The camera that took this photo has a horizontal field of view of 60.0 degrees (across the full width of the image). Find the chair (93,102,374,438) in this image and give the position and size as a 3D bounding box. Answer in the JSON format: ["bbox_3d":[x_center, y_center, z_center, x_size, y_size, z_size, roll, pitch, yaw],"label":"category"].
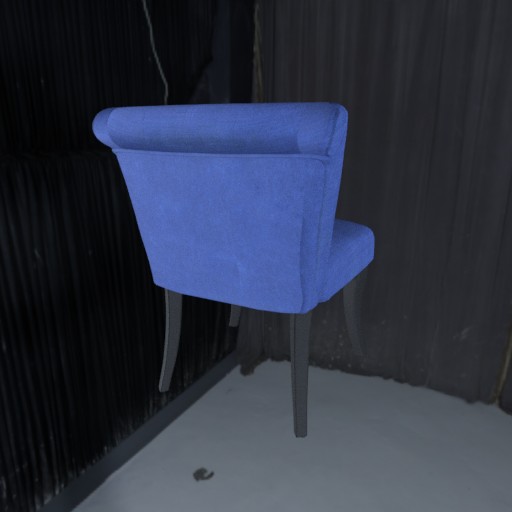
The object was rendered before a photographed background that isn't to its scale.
[{"bbox_3d":[0.000,0.000,1.195,0.585,0.753,0.606,8,18,27],"label":"chair"}]
